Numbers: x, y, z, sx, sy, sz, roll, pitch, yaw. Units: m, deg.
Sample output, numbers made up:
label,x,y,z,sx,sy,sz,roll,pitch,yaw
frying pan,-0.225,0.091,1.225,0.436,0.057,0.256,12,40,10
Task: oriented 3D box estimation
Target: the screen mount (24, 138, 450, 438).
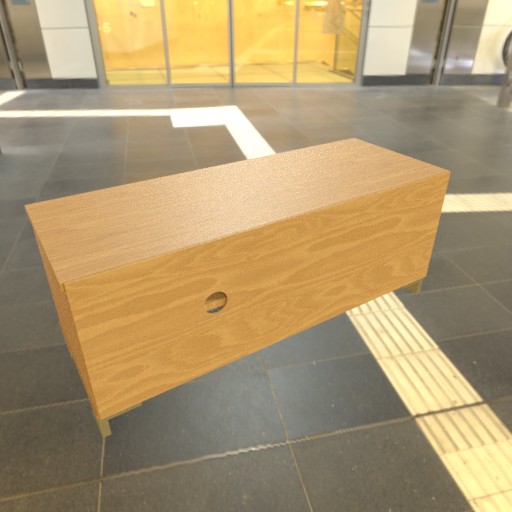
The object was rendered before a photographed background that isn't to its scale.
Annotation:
label,x,y,z,sx,sy,sz,roll,pitch,yaw
screen mount,0.000,0.000,1.295,1.084,0.432,0.406,-18,35,-27
